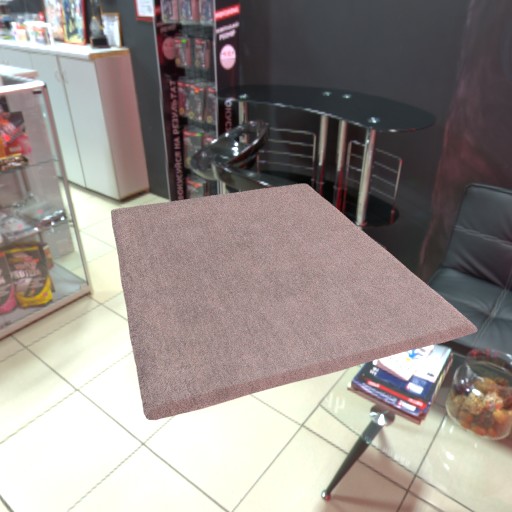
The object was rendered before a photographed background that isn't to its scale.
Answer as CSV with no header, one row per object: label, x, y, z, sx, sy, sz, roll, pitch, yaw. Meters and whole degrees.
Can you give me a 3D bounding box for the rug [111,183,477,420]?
rug,0.000,0.000,3.938,2.332,0.027,2.933,-10,33,-16
